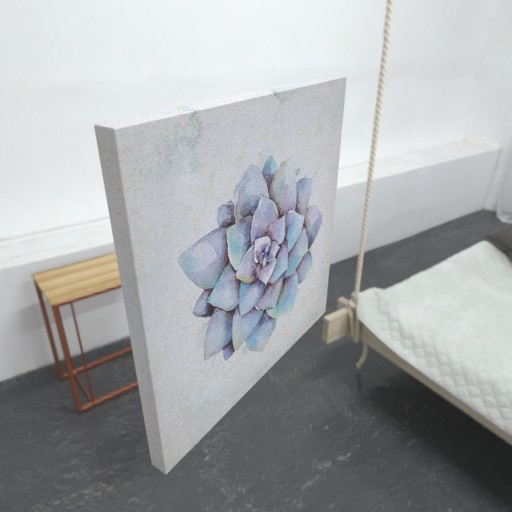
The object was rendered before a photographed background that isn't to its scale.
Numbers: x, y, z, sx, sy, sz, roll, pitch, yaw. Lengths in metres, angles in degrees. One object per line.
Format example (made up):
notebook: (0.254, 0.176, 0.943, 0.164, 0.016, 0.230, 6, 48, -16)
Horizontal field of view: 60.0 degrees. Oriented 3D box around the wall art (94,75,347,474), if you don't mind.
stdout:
wall art: (0.000, 0.000, 0.878, 0.040, 0.612, 0.612, 19, 34, 31)
